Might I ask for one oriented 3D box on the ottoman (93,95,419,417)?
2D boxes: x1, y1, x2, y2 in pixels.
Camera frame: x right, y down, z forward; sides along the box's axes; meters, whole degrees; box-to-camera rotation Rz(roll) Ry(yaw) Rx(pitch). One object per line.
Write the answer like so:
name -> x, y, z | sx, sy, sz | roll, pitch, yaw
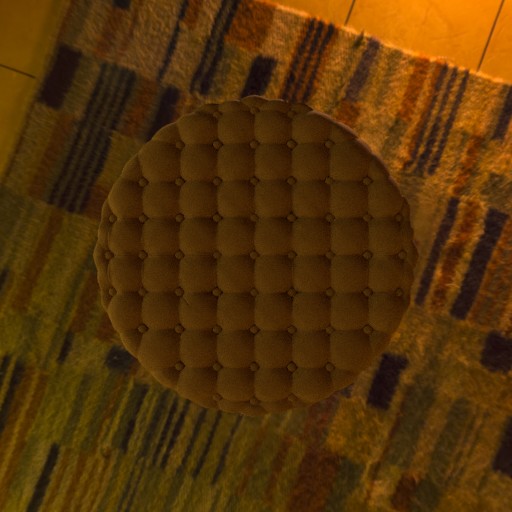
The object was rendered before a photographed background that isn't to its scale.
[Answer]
ottoman -> 0.000, 0.000, 1.518 | 0.998, 0.399, 0.998 | 0, 89, 2
